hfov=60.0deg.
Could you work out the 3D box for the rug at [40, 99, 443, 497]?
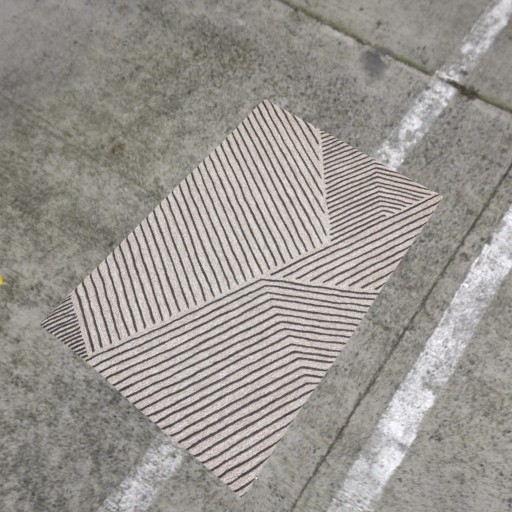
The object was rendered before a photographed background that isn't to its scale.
[{"bbox_3d":[0.000,0.000,2.300,1.237,0.019,1.842,34,68,16],"label":"rug"}]
